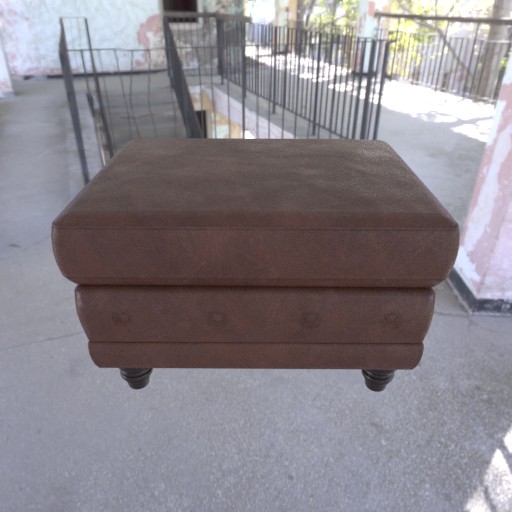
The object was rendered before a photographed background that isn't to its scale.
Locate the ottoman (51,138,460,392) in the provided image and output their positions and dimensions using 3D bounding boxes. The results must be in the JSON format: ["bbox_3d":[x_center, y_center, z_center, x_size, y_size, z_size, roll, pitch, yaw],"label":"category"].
[{"bbox_3d":[0.000,0.000,1.190,0.795,0.509,0.588,0,30,1],"label":"ottoman"}]
